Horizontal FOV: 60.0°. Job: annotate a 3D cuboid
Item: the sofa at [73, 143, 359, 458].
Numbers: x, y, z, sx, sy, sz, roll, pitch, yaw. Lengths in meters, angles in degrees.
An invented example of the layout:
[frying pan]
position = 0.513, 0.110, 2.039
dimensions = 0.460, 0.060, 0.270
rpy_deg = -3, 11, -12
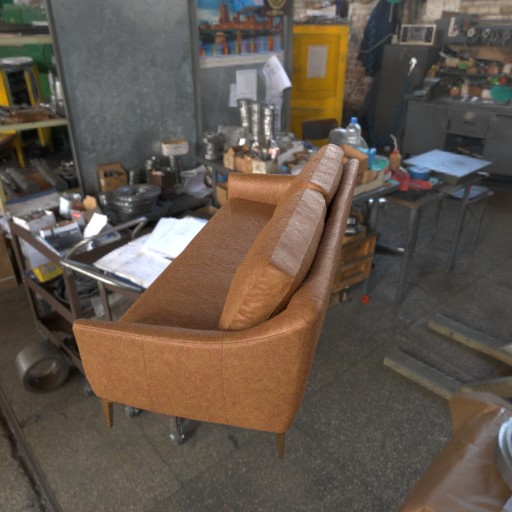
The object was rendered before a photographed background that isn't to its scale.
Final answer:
[sofa]
position = 0.000, 0.000, 2.559
dimensions = 0.981, 0.945, 2.036
rpy_deg = 8, 30, 14
